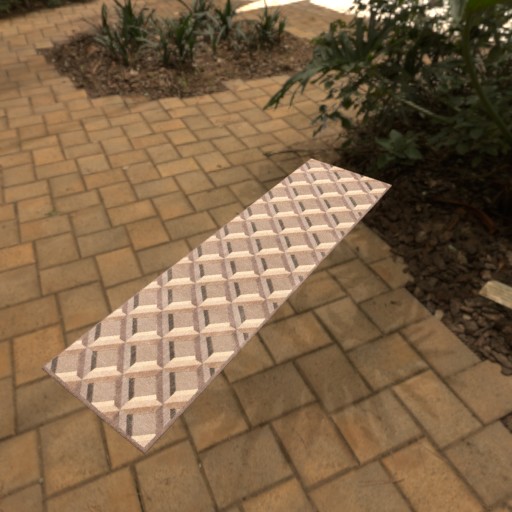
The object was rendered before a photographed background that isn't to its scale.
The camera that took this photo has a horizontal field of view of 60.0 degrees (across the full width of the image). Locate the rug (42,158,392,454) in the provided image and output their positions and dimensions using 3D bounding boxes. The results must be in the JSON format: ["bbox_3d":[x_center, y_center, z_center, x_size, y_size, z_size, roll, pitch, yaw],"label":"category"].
[{"bbox_3d":[0.000,0.000,2.635,0.685,0.013,2.437,25,47,26],"label":"rug"}]
